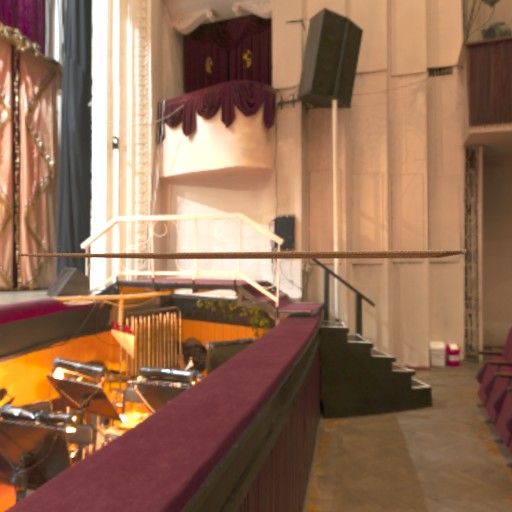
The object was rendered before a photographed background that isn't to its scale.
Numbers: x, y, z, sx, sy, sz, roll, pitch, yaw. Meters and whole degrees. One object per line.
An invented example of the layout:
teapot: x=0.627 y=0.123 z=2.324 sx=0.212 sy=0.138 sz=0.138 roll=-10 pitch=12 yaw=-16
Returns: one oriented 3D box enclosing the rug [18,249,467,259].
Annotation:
rug: x=0.000 y=0.000 z=2.215 sx=1.771 sy=0.015 sz=1.223 roll=0 pitch=-1 yaw=19
